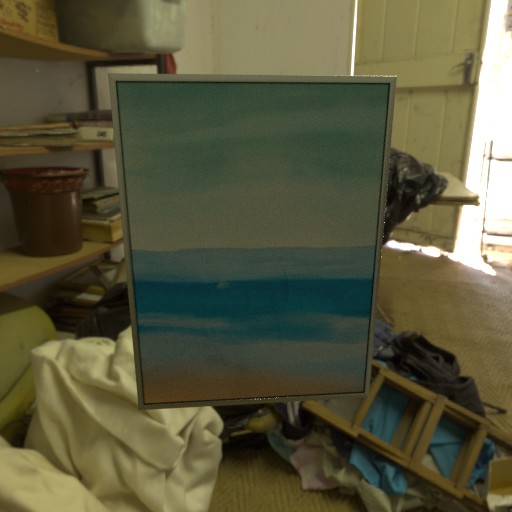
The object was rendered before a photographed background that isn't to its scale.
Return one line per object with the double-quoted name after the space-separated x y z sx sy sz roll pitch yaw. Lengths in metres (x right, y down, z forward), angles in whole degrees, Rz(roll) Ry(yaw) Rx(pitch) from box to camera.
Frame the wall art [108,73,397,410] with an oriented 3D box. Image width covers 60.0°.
0.000 0.000 1.403 0.803 1.062 0.041 -2 17 -5 "wall art"
